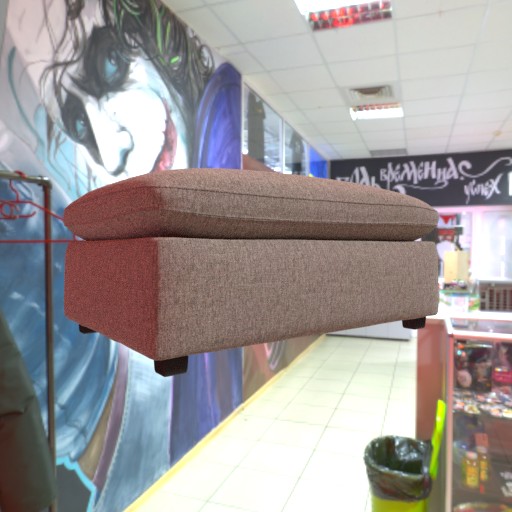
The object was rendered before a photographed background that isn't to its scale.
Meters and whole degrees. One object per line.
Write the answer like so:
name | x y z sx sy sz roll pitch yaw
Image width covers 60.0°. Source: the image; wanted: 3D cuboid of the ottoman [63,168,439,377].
ottoman | 0.000 0.000 1.346 0.977 0.451 0.694 -1 1 -37
